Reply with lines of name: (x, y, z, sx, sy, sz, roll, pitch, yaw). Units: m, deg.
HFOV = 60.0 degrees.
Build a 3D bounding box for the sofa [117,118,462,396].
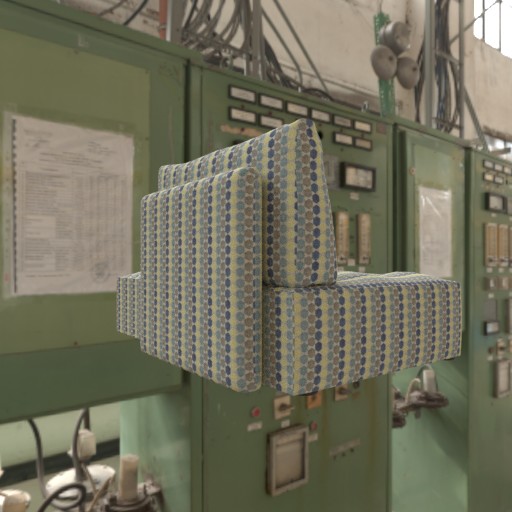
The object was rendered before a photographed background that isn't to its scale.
sofa: (0.000, 0.000, 2.036, 1.000, 0.820, 1.450, 0, -1, -37)
